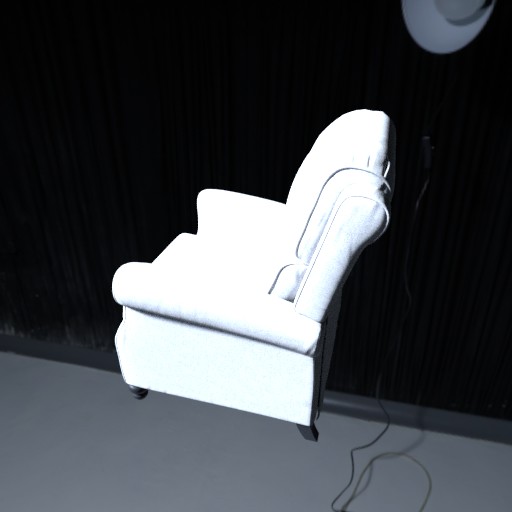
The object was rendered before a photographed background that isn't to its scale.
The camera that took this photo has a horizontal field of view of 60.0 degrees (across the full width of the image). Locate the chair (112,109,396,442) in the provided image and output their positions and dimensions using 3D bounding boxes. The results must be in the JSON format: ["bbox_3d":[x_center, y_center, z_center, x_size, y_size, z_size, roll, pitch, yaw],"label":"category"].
[{"bbox_3d":[0.000,0.000,1.723,0.919,1.046,0.859,8,30,14],"label":"chair"}]
